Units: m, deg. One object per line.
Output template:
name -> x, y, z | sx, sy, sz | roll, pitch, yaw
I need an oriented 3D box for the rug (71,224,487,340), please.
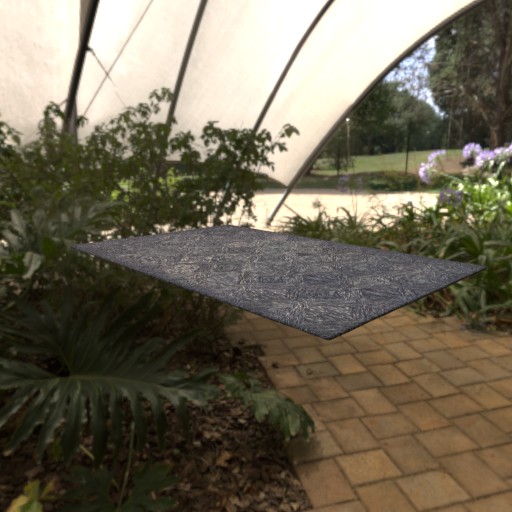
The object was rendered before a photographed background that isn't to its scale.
rug -> 0.000, 0.000, 2.178 | 1.139, 0.010, 1.754 | -12, 17, -42
